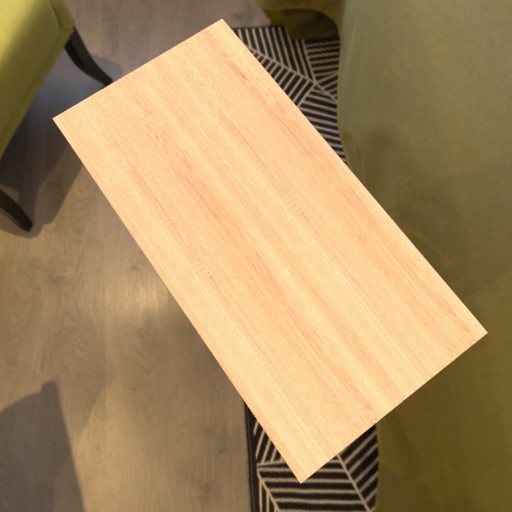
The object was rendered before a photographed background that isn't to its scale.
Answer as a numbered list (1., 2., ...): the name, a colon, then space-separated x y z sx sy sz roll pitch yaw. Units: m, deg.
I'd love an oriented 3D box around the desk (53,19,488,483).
1. desk: 0.000 0.000 1.325 0.499 0.660 0.991 -35 78 -9
